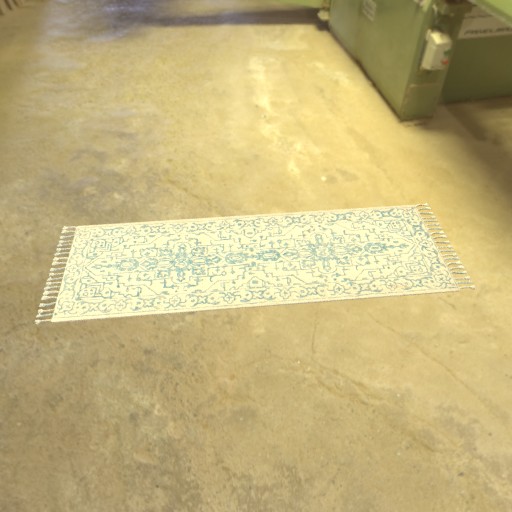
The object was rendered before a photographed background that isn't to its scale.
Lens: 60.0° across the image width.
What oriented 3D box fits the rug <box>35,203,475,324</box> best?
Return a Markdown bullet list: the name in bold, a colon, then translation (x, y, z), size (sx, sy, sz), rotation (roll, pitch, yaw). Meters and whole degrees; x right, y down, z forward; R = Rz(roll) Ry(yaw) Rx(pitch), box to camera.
- **rug**: translation (0.000, 0.000, 2.699), size (2.449, 0.011, 0.774), rotation (-4, 46, -4)
